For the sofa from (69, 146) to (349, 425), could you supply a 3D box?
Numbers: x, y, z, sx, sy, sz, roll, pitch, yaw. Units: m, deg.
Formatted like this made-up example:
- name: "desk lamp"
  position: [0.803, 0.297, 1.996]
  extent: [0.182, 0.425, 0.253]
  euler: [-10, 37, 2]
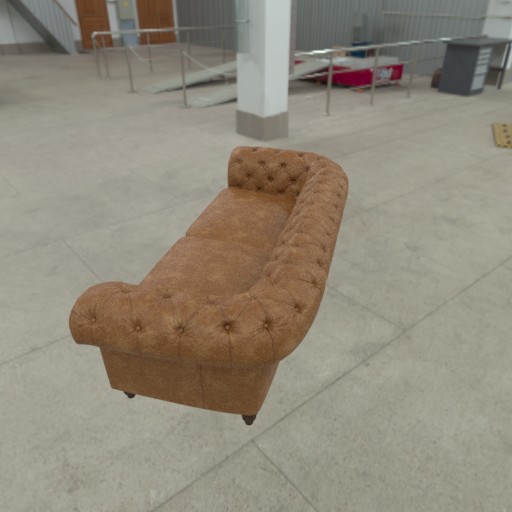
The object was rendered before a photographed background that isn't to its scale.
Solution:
- name: "sofa"
  position: [0.000, 0.000, 2.794]
  extent: [0.989, 0.760, 2.365]
  euler: [8, 31, 13]
